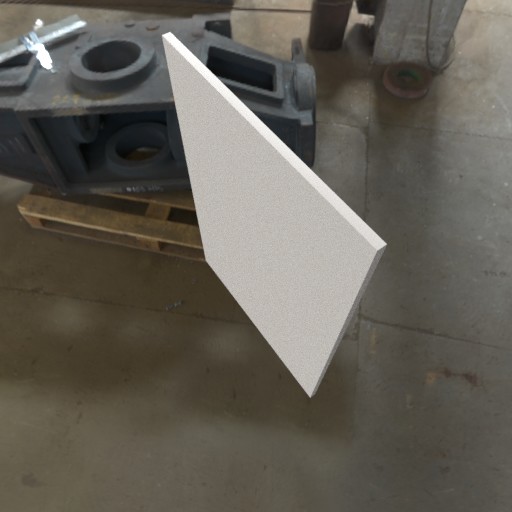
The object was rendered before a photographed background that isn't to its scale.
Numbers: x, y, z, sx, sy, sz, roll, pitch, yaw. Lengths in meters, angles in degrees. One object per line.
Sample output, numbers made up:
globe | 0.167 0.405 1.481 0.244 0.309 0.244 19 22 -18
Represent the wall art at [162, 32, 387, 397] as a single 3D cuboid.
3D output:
wall art | 0.000 0.000 0.603 0.010 0.474 0.325 -32 64 -17
